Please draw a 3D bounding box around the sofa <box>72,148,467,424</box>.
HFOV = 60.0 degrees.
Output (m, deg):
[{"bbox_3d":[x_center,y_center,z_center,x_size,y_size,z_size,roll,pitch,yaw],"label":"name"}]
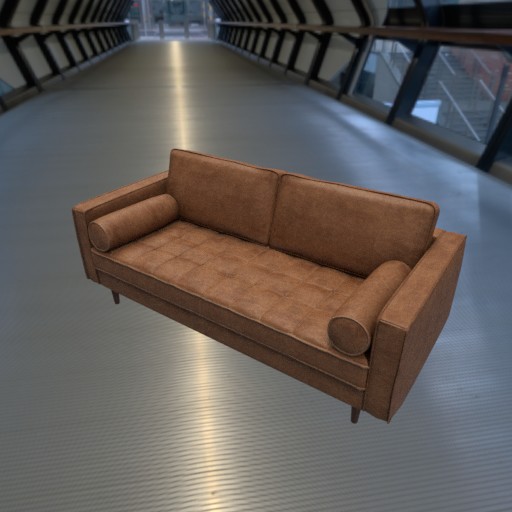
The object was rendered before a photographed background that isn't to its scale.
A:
[{"bbox_3d":[0.000,0.000,2.398,1.920,0.825,0.924,19,34,30],"label":"sofa"}]
